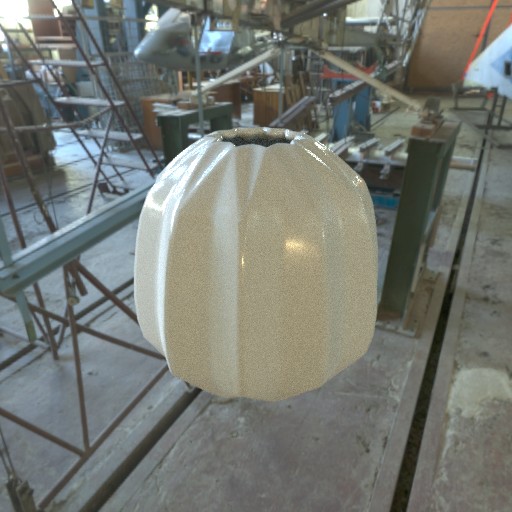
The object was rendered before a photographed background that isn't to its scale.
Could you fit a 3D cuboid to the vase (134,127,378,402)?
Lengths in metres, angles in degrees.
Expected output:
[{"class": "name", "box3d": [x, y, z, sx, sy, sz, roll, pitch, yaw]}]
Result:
[{"class": "vase", "box3d": [0.000, 0.000, 0.251, 0.139, 0.134, 0.139, 0, 26, 0]}]
